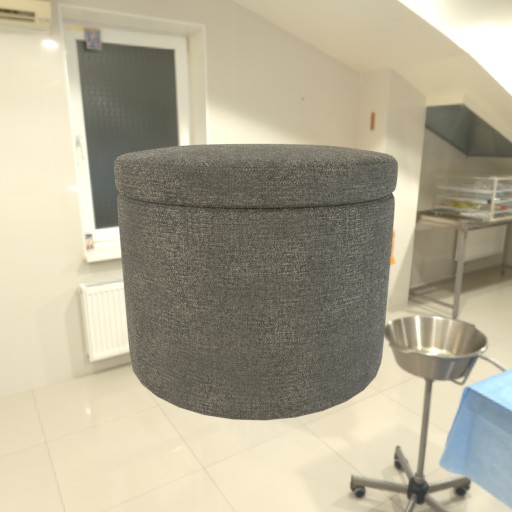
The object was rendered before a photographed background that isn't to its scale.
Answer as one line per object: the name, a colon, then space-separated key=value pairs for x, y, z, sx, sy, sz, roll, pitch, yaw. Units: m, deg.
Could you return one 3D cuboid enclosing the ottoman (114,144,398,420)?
ottoman: x=0.000 y=0.000 z=0.862 sx=0.500 sy=0.419 sz=0.500 roll=0 pitch=15 yaw=0
